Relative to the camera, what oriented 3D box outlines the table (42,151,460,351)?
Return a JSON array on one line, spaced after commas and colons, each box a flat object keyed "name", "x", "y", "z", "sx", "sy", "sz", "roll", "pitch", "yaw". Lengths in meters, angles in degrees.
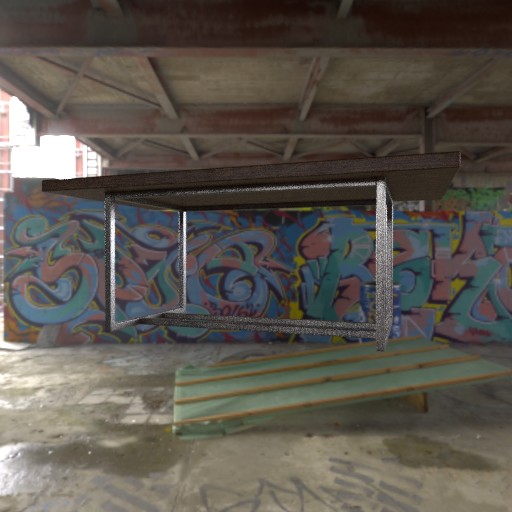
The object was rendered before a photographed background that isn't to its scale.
[{"name": "table", "x": 0.000, "y": 0.000, "z": 2.488, "sx": 1.989, "sy": 0.795, "sz": 1.078, "roll": 0, "pitch": 0, "yaw": 19}]
